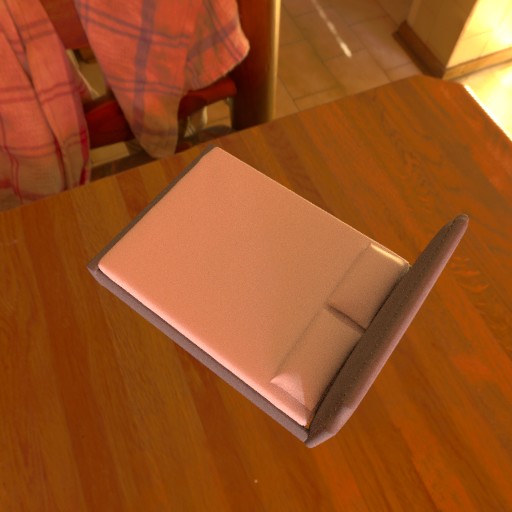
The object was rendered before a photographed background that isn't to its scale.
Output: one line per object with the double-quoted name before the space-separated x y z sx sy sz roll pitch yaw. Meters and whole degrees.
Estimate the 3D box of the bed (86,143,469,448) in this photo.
"bed" 0.000 0.000 3.501 2.372 1.443 1.712 34 68 16
